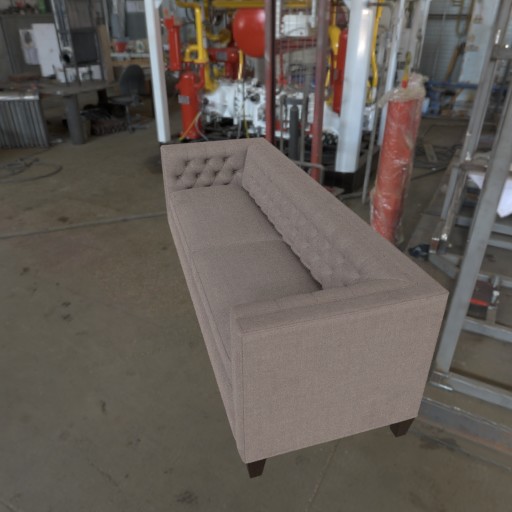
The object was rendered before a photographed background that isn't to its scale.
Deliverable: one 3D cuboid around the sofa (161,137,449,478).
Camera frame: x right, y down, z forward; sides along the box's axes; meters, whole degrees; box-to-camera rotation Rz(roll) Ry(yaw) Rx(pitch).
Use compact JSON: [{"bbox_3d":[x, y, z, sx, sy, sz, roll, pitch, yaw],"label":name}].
[{"bbox_3d":[0.000,0.000,2.526,0.775,0.762,2.159,-9,31,-15],"label":"sofa"}]
